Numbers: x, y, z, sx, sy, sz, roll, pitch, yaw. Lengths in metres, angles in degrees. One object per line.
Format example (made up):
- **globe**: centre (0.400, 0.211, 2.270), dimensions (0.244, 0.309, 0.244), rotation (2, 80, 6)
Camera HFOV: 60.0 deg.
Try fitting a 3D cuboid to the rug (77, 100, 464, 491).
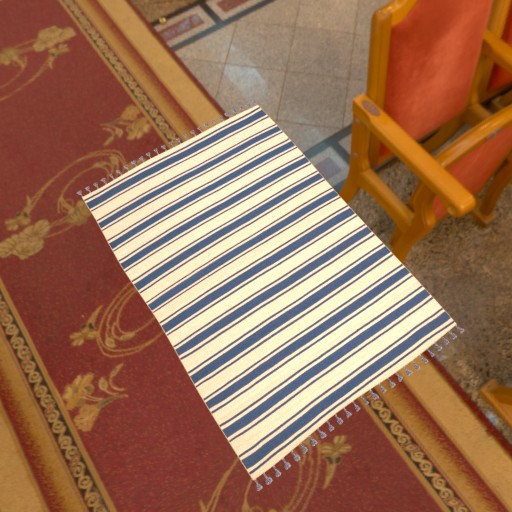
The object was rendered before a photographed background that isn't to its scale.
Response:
- **rug**: centre (0.000, 0.000, 2.940), dimensions (1.544, 0.010, 2.315), rotation (-32, 69, -14)
